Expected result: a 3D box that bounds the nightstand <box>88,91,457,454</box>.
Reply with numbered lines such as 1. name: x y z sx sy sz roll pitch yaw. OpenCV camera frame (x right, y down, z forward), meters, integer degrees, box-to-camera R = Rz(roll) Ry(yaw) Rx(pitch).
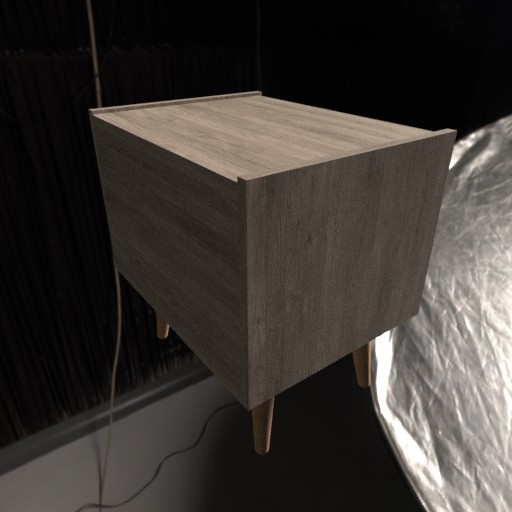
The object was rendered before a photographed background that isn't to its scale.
1. nightstand: 0.000 0.000 0.829 0.380 0.500 0.480 -19 34 -32
